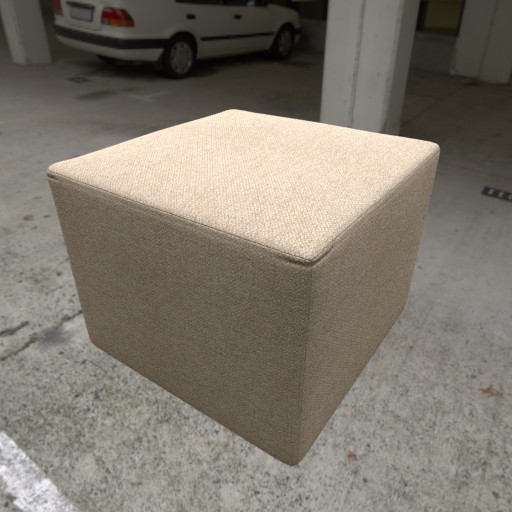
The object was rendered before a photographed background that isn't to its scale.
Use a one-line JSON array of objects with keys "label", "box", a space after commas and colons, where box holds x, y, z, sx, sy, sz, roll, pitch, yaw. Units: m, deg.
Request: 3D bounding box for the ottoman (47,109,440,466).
[{"label": "ottoman", "box": [0.000, 0.000, 0.865, 0.508, 0.432, 0.508, 20, 36, 30]}]
